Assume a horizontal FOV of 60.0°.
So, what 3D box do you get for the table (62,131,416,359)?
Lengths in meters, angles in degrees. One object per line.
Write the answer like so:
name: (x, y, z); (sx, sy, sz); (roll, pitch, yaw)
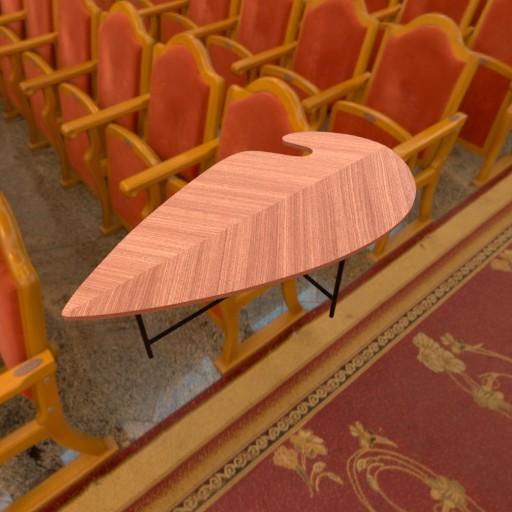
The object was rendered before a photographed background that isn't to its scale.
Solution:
table: (0.000, 0.000, 1.457); (1.199, 0.360, 0.598); (-30, 53, -26)
